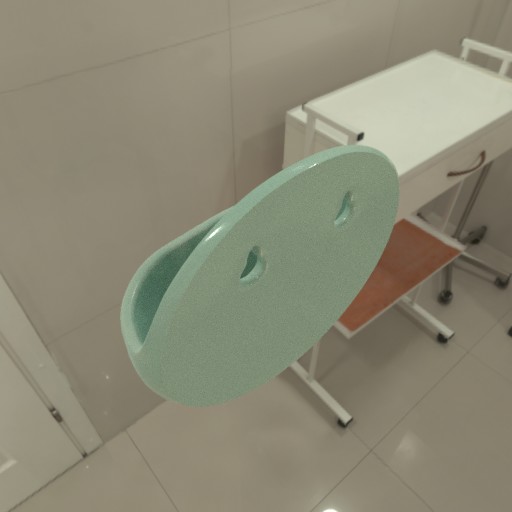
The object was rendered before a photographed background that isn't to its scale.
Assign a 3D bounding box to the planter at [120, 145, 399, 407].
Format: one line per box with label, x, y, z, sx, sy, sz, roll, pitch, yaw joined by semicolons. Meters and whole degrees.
planter;0.000;0.000;0.269;0.189;0.164;0.073;-31;53;-27
